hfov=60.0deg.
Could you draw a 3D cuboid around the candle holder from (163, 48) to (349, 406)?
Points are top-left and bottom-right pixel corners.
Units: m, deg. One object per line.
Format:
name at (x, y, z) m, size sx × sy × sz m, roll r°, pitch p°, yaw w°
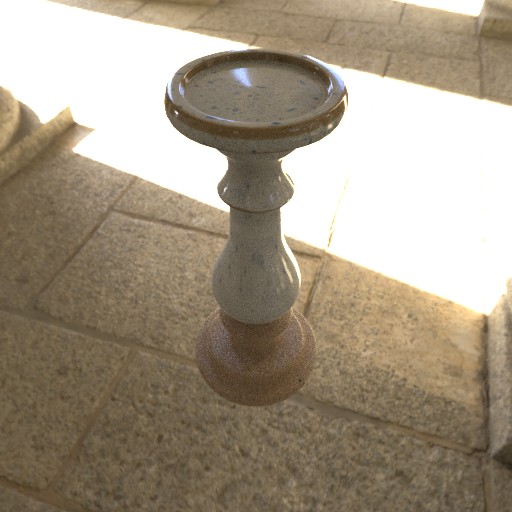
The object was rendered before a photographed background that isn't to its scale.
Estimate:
candle holder at (0.000, 0.000, 0.253) m, size 0.088 × 0.203 × 0.088 m, roll 0°, pitch 46°, yaw 0°
